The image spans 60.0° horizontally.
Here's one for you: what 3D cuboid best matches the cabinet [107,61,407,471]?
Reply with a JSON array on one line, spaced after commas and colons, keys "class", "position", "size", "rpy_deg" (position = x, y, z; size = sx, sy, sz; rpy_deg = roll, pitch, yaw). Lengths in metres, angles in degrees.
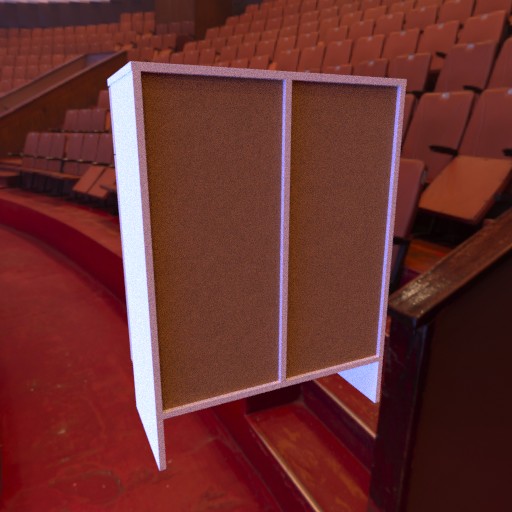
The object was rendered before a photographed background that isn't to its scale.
[{"class": "cabinet", "position": [0.000, 0.000, 1.096], "size": [0.600, 0.815, 0.296], "rpy_deg": [-7, 17, -24]}]
